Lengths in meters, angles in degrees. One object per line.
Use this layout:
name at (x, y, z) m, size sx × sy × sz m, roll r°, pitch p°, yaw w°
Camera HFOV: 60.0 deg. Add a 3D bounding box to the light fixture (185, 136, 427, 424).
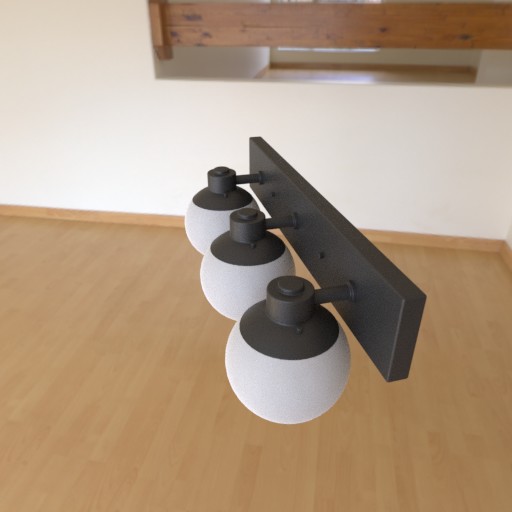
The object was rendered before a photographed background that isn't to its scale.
light fixture at (0.000, 0.000, 0.853) m, size 0.218 × 0.263 × 0.721 m, roll -8°, pitch 31°, yaw -13°
